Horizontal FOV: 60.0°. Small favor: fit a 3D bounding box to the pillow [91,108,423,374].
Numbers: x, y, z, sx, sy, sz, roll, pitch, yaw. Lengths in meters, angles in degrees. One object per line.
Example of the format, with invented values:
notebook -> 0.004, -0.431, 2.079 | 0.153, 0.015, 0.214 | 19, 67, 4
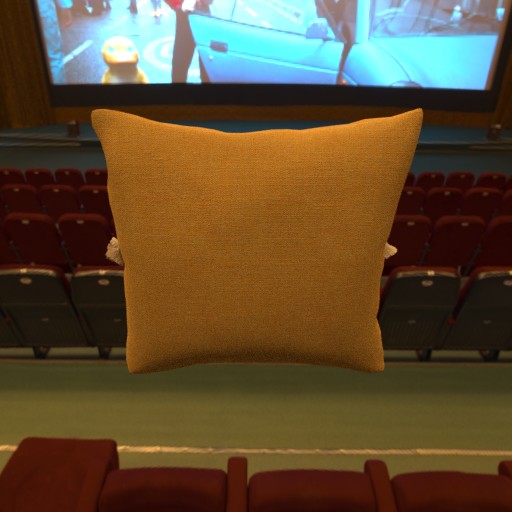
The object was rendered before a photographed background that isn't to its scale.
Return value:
pillow -> 0.000, 0.000, 0.745 | 0.485, 0.481, 0.167 | 0, 28, 0
